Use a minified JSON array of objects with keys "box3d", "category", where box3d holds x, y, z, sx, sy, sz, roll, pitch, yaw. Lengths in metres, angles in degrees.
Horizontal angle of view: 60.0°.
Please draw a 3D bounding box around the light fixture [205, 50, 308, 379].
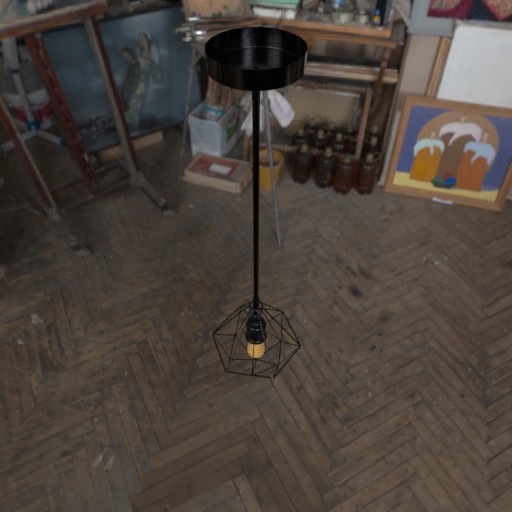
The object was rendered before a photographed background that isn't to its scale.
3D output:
[{"box3d":[0.000,0.000,1.913,0.431,1.764,0.487,-16,49,-14],"category":"light fixture"}]
